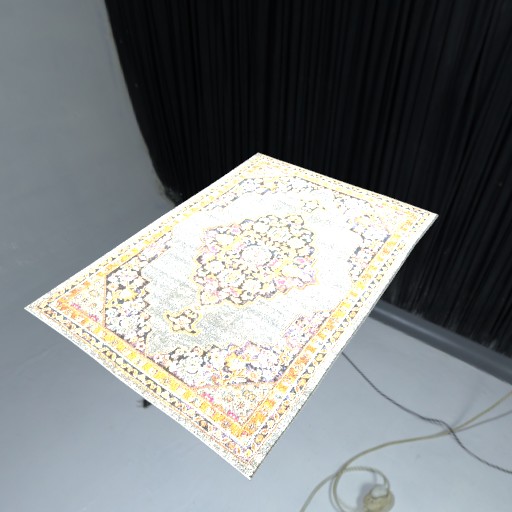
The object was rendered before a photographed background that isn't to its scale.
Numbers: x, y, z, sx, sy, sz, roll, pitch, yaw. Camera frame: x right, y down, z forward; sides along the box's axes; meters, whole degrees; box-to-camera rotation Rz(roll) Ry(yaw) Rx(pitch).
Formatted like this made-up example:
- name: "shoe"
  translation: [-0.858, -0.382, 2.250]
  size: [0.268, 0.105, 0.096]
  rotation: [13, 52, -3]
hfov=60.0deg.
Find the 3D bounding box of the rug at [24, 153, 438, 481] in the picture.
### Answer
- name: "rug"
  translation: [0.000, 0.000, 3.624]
  size: [2.043, 0.026, 2.901]
  rotation: [25, 47, 26]
